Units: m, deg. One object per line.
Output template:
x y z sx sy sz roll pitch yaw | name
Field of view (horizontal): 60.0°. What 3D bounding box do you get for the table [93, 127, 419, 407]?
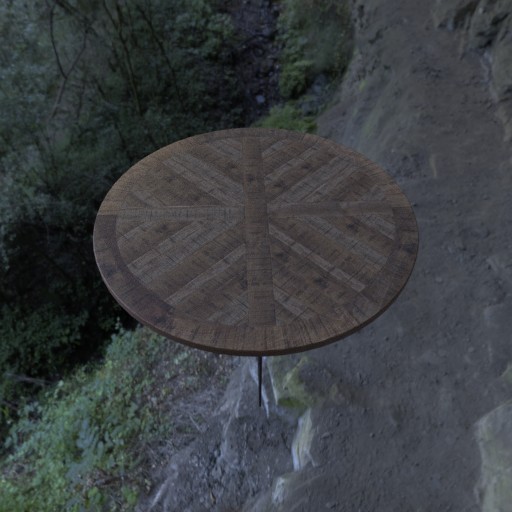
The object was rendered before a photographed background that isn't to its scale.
0.000 0.000 1.959 1.264 0.516 1.264 0 47 0 | table
